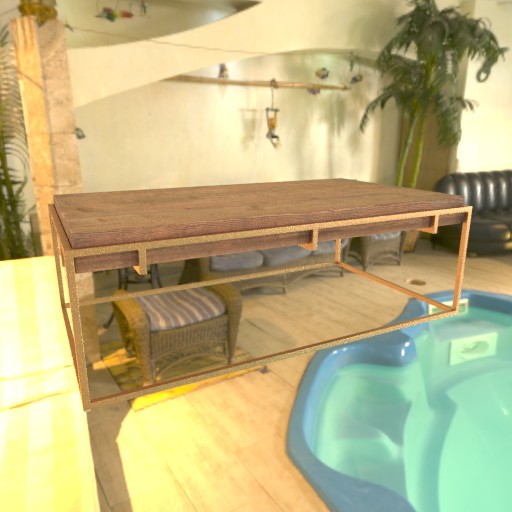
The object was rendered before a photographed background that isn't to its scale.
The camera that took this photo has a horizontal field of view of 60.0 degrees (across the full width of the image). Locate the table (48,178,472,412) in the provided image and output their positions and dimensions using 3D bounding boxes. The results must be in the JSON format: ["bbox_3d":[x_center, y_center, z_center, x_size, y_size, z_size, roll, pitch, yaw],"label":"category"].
[{"bbox_3d":[0.000,0.000,1.709,1.387,0.468,0.775,-8,18,-26],"label":"table"}]
